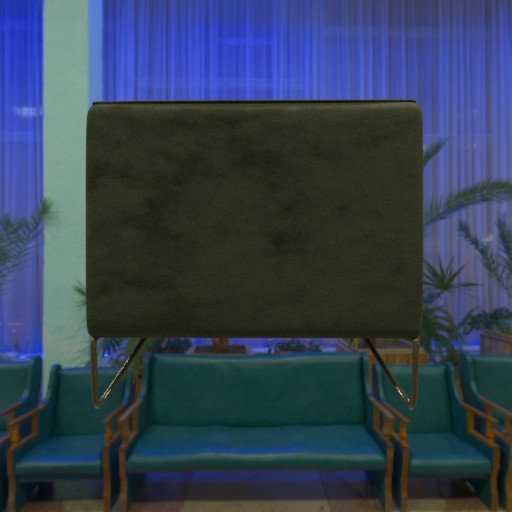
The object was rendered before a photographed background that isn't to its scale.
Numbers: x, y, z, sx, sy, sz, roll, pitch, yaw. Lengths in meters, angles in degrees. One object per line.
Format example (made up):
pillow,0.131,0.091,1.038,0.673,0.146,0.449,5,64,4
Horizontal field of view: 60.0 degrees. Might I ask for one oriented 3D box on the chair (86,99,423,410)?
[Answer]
chair,0.000,0.000,1.550,0.880,0.790,0.894,0,-1,1
